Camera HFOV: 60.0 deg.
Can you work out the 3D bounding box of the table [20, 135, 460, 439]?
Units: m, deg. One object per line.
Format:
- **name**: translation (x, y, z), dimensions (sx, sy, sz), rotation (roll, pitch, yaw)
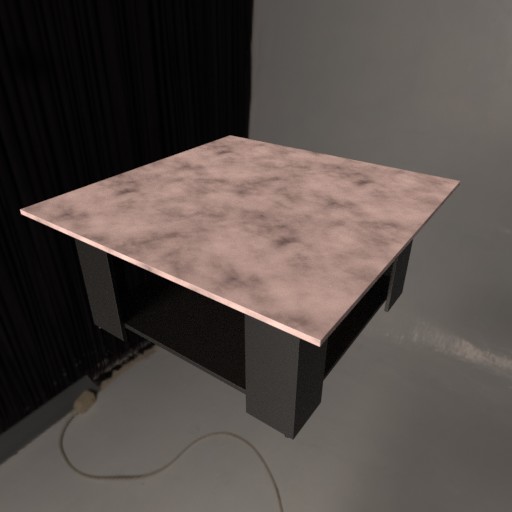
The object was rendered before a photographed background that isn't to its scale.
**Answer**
- **table**: translation (0.000, 0.000, 1.021), dimensions (0.670, 0.305, 0.670), rotation (20, 36, 30)
